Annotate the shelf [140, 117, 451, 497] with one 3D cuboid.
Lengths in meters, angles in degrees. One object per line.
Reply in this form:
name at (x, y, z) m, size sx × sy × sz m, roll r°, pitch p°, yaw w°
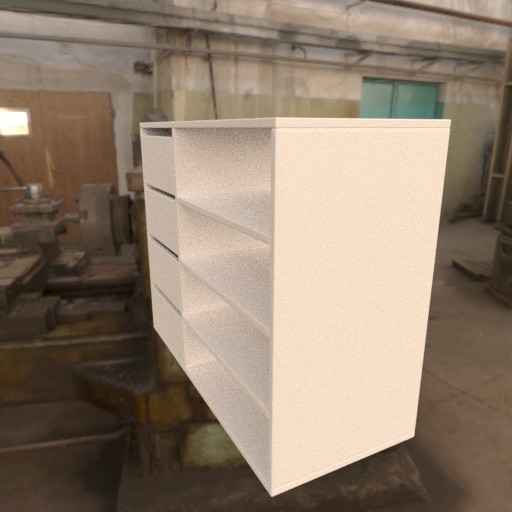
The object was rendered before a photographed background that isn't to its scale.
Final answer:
shelf at (0.000, 0.000, 1.261) m, size 0.396 × 0.732 × 0.895 m, roll -8°, pitch 18°, yaw -26°
